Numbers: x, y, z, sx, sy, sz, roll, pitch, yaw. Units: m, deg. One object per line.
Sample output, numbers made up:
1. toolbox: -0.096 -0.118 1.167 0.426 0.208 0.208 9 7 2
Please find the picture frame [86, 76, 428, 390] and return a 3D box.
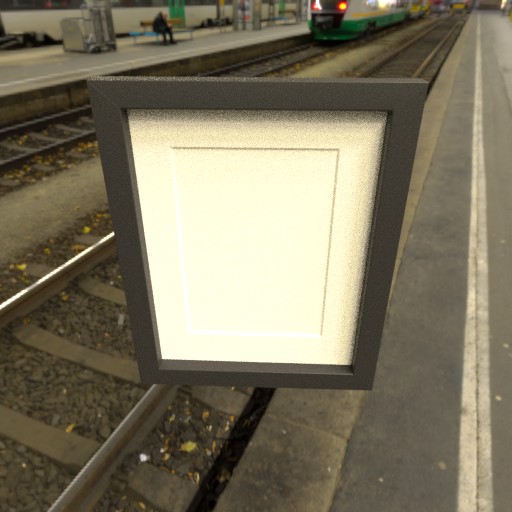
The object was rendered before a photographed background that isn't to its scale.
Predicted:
1. picture frame: 0.000 0.000 0.508 0.307 0.383 0.036 1 30 2
